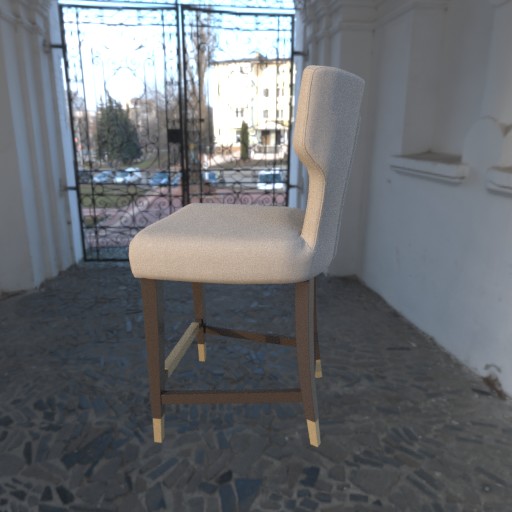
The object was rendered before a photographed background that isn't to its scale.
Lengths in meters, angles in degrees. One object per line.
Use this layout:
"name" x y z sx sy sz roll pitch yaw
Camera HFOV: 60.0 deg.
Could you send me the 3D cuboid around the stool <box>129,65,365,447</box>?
"stool" 0.000 0.000 1.310 0.563 0.982 0.527 2 16 9
